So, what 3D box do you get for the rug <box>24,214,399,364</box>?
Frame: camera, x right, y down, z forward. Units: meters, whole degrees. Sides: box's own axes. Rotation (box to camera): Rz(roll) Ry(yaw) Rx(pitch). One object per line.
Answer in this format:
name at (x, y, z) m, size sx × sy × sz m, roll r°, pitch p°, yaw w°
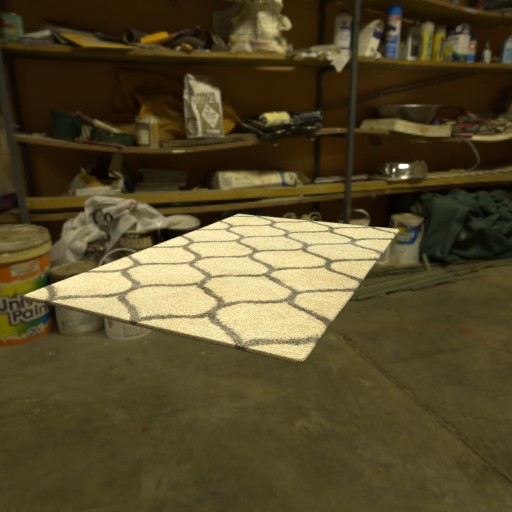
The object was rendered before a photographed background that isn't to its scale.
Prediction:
rug at (0.000, 0.000, 2.946) m, size 1.501 × 0.024 × 2.348 m, roll 8°, pitch 18°, yaw 24°
